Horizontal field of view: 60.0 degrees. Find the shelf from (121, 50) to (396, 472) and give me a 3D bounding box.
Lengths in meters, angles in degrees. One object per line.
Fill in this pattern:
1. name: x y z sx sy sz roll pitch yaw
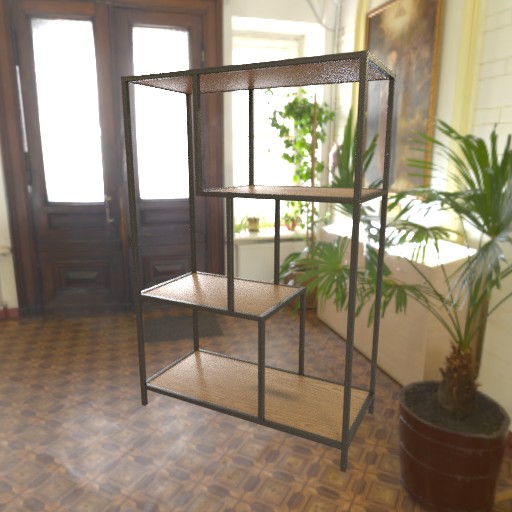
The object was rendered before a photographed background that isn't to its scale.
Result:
1. shelf: 0.000 0.000 1.486 0.770 1.138 0.350 7 14 27
